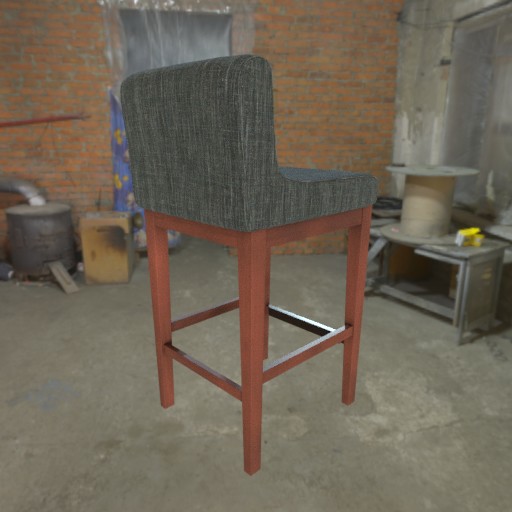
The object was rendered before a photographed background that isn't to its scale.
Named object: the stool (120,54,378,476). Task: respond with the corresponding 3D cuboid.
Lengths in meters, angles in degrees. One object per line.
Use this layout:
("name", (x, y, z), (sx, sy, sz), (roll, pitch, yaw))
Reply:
("stool", (0.000, 0.000, 1.080), (0.459, 0.835, 0.395), (-15, 22, -42))
